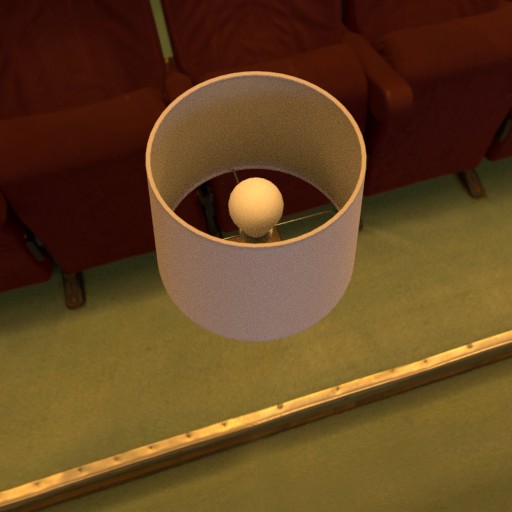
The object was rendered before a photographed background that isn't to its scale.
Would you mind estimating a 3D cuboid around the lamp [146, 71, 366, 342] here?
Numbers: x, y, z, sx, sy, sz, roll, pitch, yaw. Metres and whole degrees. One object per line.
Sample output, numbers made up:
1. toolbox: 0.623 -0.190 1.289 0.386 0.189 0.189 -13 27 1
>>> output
1. lamp: 0.000 0.000 0.595 0.251 0.435 0.251 0 64 0
